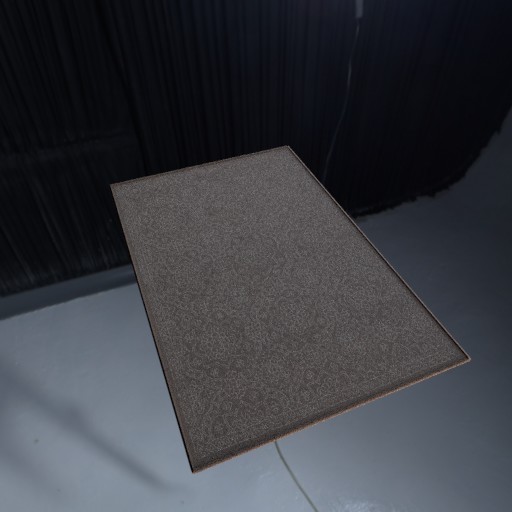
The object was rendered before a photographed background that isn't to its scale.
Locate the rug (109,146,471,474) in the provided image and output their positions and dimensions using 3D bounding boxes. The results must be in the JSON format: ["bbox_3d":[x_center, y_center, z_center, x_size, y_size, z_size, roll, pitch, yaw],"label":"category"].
[{"bbox_3d":[0.000,0.000,2.878,1.524,0.011,2.286,-16,47,-15],"label":"rug"}]
